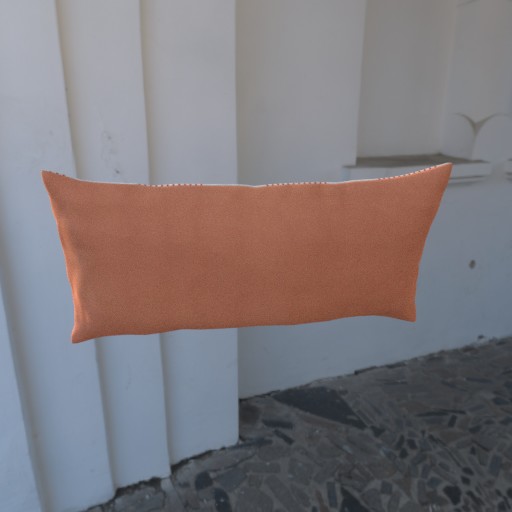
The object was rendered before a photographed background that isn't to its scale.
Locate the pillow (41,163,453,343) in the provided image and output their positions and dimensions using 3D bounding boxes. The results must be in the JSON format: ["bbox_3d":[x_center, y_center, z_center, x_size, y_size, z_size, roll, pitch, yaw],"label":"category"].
[{"bbox_3d":[0.000,0.000,0.714,0.608,0.292,0.156,-2,16,-8],"label":"pillow"}]
